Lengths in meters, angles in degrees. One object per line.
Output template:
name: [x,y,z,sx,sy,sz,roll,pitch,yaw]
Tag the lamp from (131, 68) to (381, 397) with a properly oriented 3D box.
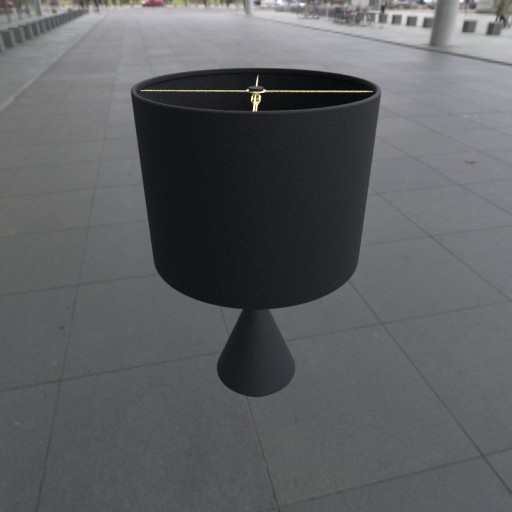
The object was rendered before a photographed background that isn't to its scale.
lamp: [0.000,0.000,0.799,0.359,0.584,0.359,1,30,1]
